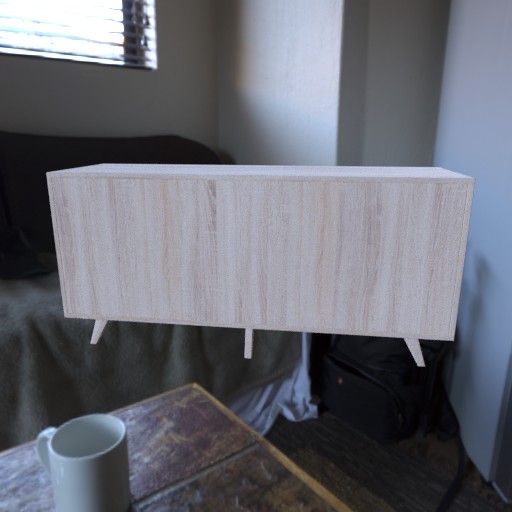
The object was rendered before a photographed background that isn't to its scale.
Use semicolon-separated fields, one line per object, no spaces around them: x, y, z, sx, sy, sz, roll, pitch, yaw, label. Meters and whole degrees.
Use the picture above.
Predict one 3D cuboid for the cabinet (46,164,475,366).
0.000;0.000;2.033;1.650;0.780;0.500;2;16;8;cabinet
